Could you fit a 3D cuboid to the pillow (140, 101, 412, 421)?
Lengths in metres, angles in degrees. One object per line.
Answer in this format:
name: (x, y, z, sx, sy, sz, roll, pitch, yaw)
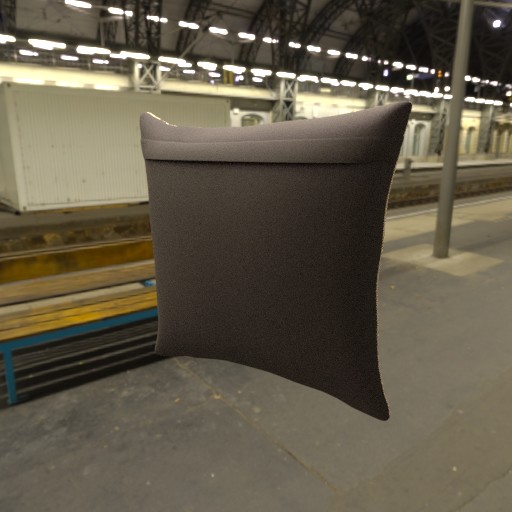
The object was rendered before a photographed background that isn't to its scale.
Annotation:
pillow: (0.000, 0.000, 0.635, 0.405, 0.406, 0.173, 8, 16, 29)
